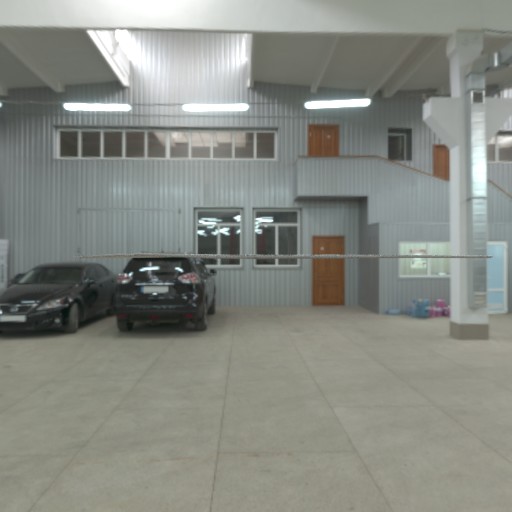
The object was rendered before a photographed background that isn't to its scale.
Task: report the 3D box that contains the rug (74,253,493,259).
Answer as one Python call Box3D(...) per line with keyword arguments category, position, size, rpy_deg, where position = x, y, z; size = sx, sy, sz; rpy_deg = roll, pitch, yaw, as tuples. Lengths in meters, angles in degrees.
Box3D(category="rug", position=(0.000, 0.000, 4.148), size=(2.434, 0.045, 3.202), rpy_deg=(0, 0, -37))
